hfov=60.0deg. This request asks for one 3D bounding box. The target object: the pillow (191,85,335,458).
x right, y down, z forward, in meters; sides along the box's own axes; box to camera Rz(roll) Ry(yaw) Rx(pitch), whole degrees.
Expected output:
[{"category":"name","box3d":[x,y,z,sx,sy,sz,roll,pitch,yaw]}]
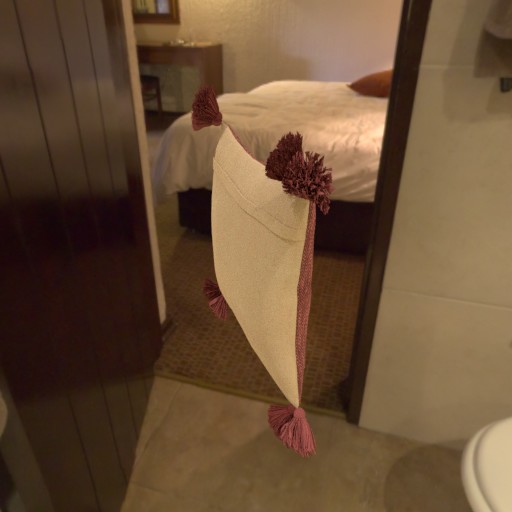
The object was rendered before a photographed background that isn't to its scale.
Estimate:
[{"category":"pillow","box3d":[0.000,0.000,0.977,0.138,0.659,0.641,-10,31,-18]}]
